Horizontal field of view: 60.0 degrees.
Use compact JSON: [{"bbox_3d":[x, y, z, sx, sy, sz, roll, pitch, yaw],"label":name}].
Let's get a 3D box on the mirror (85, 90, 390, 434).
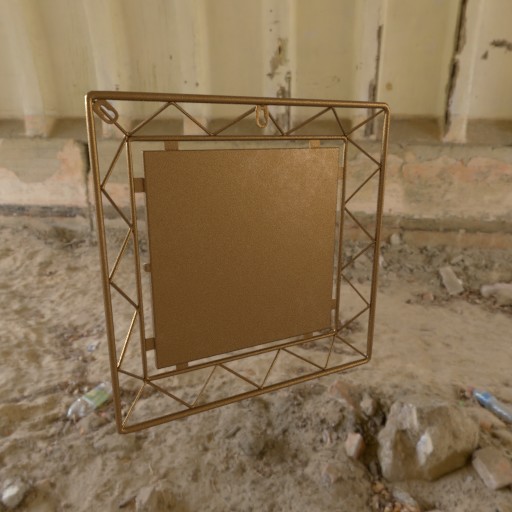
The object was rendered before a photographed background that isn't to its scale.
[{"bbox_3d":[0.000,0.000,0.615,0.416,0.414,0.046,-8,17,-26],"label":"mirror"}]
